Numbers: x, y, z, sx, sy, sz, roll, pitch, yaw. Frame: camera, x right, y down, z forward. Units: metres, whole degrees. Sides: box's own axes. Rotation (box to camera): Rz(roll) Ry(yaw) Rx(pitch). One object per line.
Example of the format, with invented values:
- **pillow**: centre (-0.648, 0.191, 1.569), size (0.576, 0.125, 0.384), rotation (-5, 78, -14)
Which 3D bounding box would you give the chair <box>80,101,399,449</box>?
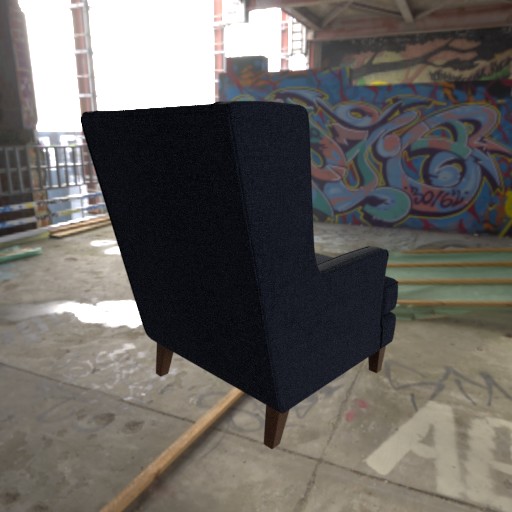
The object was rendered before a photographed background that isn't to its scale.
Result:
- **chair**: centre (0.000, 0.000, 1.714), size (0.764, 1.072, 0.947), rotation (15, 21, 42)
